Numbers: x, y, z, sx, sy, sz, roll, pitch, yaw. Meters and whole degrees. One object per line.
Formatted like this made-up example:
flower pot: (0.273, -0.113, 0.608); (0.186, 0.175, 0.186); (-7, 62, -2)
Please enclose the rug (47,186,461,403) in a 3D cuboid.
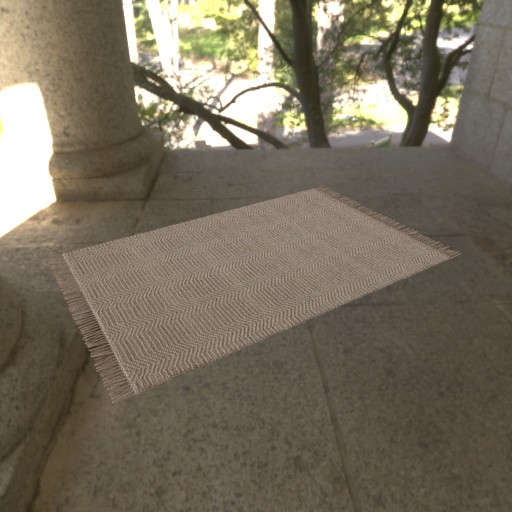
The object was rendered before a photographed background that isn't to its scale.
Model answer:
rug: (0.000, 0.000, 3.124); (2.523, 0.034, 1.528); (-18, 35, -28)
